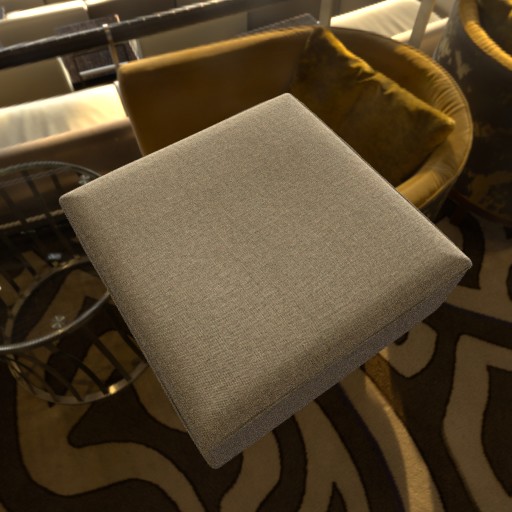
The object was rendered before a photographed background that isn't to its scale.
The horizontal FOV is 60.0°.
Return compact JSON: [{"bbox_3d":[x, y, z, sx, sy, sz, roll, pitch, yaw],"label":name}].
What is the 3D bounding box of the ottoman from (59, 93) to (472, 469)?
[{"bbox_3d":[0.000,0.000,1.612,1.023,0.423,1.017,-30,63,-17],"label":"ottoman"}]
